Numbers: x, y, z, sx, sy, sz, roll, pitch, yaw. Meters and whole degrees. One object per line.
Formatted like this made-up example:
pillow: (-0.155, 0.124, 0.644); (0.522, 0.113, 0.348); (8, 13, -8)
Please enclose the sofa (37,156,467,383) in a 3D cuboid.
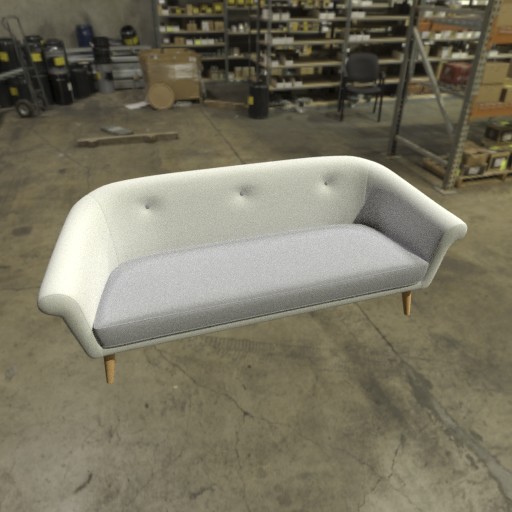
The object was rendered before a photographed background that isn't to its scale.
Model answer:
sofa: (0.000, 0.000, 2.525); (2.160, 0.795, 0.827); (-10, 34, -15)
